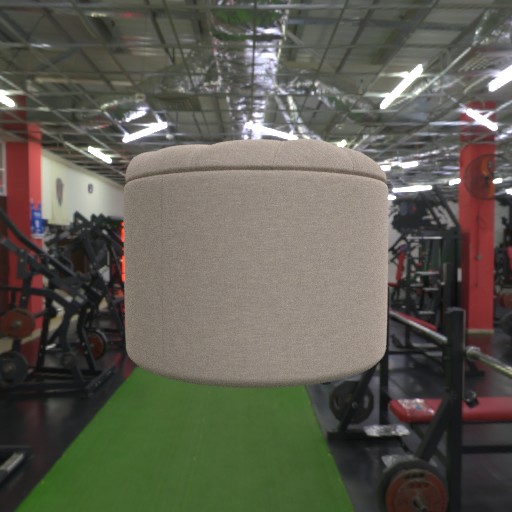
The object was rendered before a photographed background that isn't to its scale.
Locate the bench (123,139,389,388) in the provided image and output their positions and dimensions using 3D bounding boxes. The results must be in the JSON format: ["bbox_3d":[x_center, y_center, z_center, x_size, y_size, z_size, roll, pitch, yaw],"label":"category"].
[{"bbox_3d":[0.000,0.000,1.051,0.600,0.454,0.600,0,2,0],"label":"bench"}]
